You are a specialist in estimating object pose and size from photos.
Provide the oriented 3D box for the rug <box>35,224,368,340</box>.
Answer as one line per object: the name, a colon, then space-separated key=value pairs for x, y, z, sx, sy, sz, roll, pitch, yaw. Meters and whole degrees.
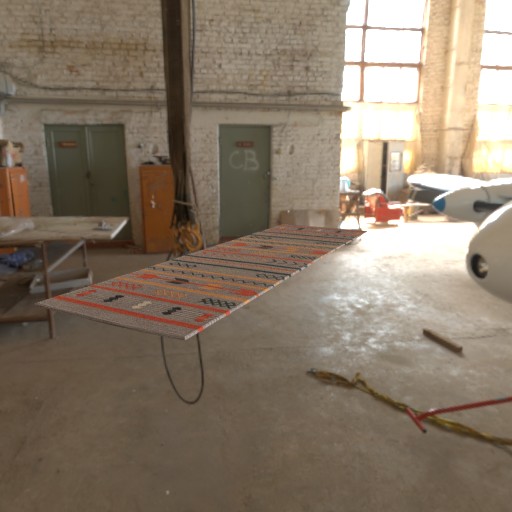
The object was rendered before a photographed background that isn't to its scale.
rug: x=0.000 y=0.000 z=2.643 sx=0.744 sy=0.022 sz=2.419 roll=7 pitch=14 yaw=27
